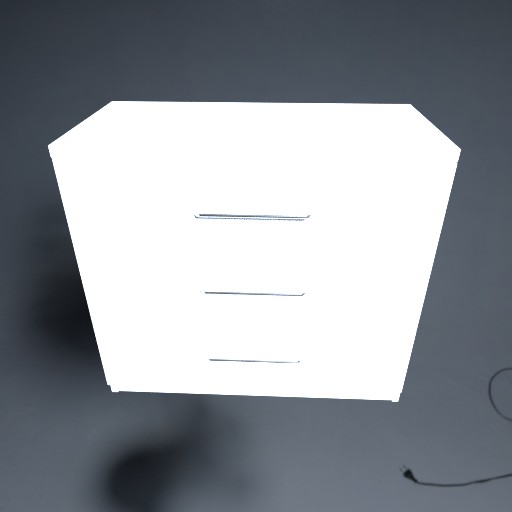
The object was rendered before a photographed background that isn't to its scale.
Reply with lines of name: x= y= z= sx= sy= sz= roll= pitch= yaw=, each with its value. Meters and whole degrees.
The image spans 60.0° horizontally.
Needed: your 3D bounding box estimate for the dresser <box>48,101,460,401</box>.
dresser: x=0.000 y=0.000 z=1.244 sx=0.830 sy=0.740 sz=0.420 roll=1 pitch=31 yaw=2
